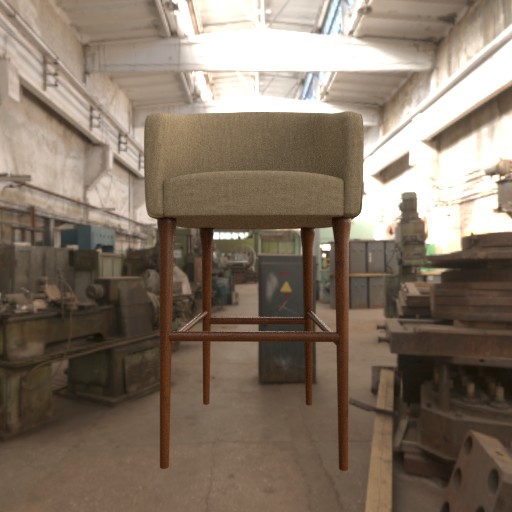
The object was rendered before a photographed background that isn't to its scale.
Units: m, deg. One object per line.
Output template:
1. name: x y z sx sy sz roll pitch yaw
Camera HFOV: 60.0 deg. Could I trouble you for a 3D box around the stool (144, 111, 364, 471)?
1. stool: 0.000 0.000 1.390 0.559 1.078 0.607 0 0 1
